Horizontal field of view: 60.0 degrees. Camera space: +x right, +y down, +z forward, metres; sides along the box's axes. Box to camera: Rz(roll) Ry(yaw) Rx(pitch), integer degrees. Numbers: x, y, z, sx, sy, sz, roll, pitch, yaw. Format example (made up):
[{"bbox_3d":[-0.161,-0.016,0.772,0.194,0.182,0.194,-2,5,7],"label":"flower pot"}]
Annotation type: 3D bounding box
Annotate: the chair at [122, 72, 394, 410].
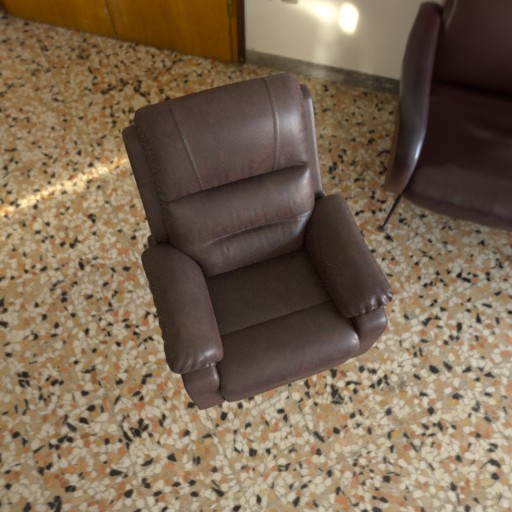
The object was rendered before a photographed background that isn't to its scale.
[{"bbox_3d":[0.000,0.000,1.738,0.855,0.992,0.919,-17,64,-8],"label":"chair"}]
